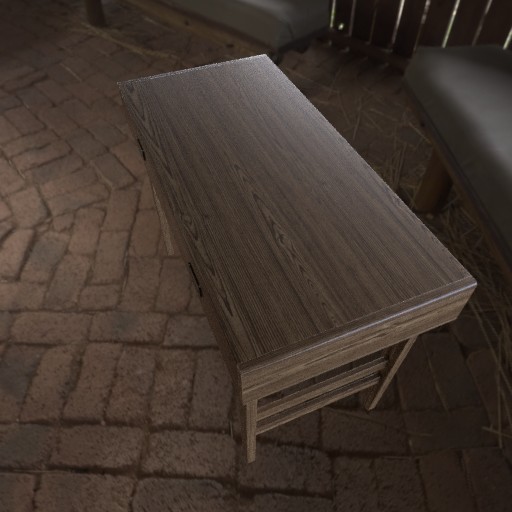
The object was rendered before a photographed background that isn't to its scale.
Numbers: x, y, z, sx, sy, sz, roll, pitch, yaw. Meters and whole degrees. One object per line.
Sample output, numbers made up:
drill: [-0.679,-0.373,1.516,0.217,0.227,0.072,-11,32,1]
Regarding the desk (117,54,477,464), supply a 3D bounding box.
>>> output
desk: [0.000,0.000,1.418,0.508,0.755,1.067,-18,52,-15]
